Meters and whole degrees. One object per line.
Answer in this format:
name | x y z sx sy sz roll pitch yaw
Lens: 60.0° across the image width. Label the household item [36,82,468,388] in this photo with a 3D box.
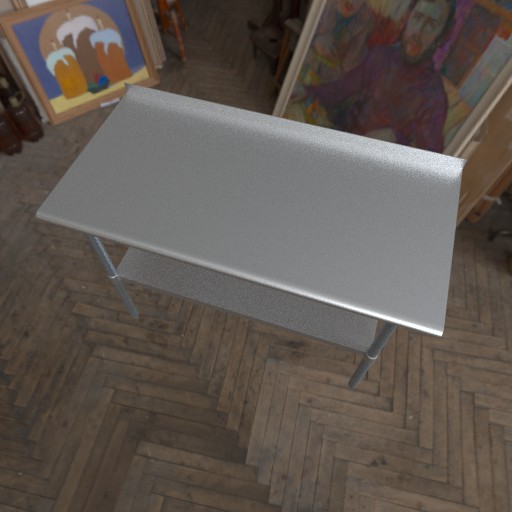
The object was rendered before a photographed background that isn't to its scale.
household item | 0.000 0.000 1.723 1.219 0.851 0.610 16 59 10
